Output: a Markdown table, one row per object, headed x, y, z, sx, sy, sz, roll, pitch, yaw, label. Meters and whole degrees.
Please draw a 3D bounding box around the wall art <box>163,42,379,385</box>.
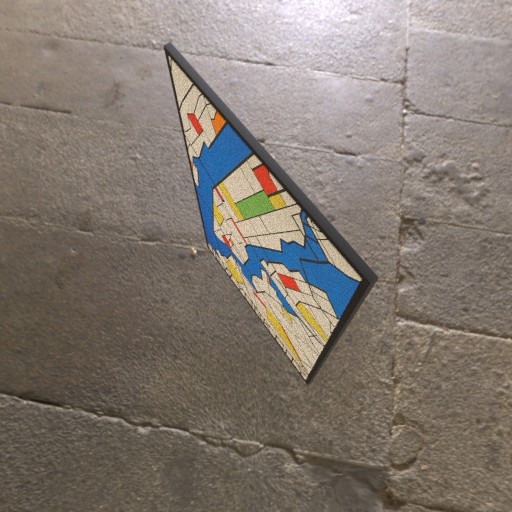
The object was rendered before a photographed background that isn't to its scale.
| x | y | z | sx | sy | sz | roll | pitch | yaw | label |
| --- | --- | --- | --- | --- | --- | --- | --- | --- | --- |
| 0.000 | 0.000 | 0.865 | 0.013 | 0.657 | 0.457 | -32 | 69 | -14 | wall art |
